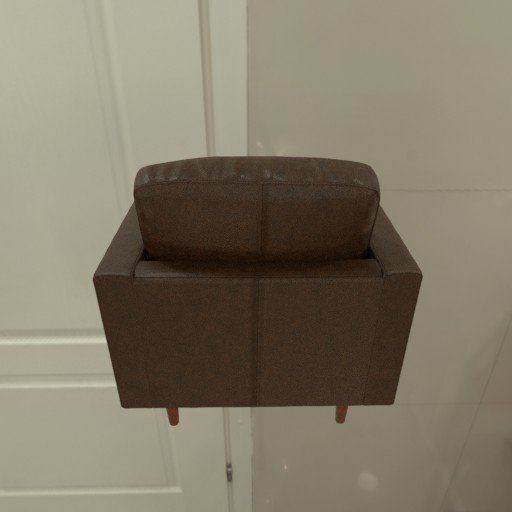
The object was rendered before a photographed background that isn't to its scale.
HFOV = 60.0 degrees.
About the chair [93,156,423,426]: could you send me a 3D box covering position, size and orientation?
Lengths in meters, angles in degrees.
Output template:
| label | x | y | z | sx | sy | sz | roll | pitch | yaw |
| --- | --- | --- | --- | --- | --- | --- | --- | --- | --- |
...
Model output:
| label | x | y | z | sx | sy | sz | roll | pitch | yaw |
| --- | --- | --- | --- | --- | --- | --- | --- | --- | --- |
| chair | 0.000 | 0.000 | 1.676 | 0.890 | 0.956 | 0.909 | 0 | 31 | -1 |
